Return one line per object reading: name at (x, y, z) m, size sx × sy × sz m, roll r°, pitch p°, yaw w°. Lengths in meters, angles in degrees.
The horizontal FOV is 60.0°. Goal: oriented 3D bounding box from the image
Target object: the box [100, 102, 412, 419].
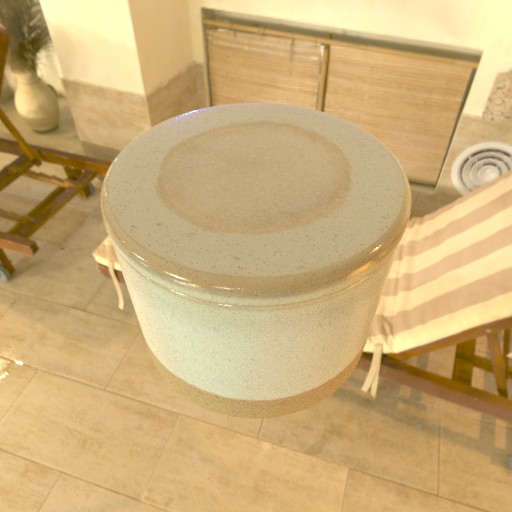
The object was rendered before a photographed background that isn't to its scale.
box at (0.000, 0.000, 0.265) m, size 0.154 × 0.123 × 0.154 m, roll 0°, pitch 45°, yaw 0°
